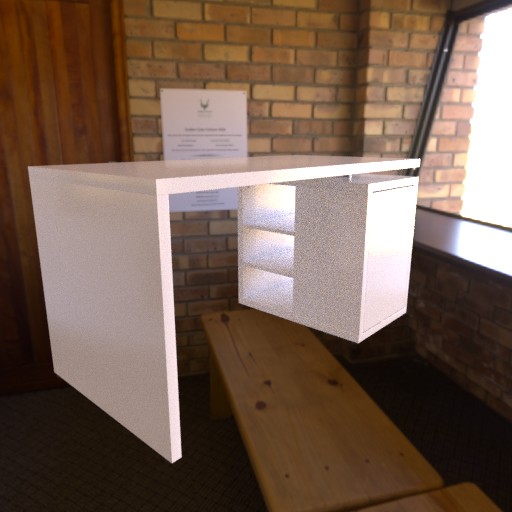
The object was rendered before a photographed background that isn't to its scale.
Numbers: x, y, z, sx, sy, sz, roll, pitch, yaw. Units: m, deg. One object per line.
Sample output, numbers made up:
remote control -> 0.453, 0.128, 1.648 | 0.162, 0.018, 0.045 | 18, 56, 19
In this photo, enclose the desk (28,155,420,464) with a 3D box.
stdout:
desk -> 0.000, 0.000, 1.781 | 0.690, 0.740, 1.400 | 13, 20, 41
